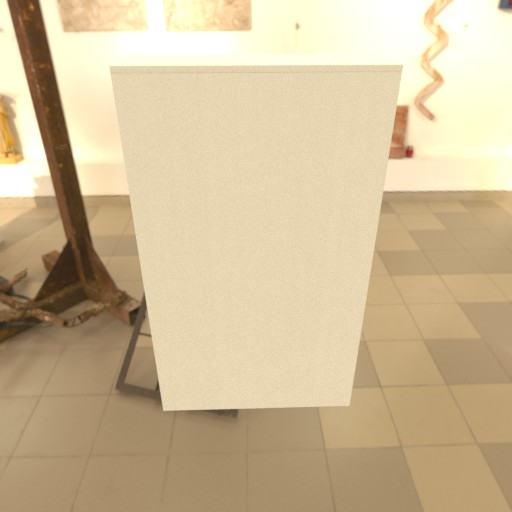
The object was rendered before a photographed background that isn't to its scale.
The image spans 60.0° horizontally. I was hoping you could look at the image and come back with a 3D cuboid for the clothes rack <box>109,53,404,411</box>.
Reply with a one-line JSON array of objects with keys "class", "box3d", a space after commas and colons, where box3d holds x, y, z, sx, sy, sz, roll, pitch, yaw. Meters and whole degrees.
[{"class": "clothes rack", "box3d": [0.000, 0.000, 1.563, 0.750, 1.280, 0.250, -1, 31, -2]}]
